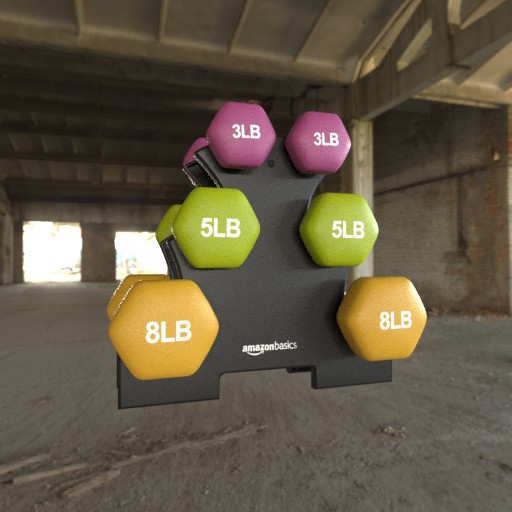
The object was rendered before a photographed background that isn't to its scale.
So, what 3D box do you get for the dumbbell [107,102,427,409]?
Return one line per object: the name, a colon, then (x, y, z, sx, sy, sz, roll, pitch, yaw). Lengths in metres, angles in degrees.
dumbbell: (0.000, 0.000, 0.469, 0.300, 0.271, 0.190, 0, -1, -18)
